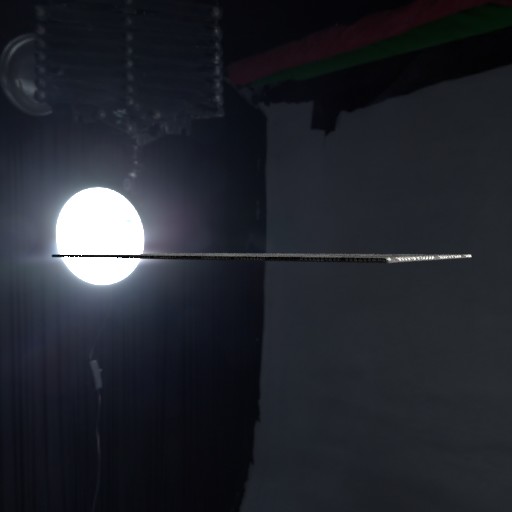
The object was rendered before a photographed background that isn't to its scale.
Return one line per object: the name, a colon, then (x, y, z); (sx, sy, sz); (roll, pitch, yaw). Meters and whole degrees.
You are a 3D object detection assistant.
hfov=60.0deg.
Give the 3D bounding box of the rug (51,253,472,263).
rug: (0.000, 0.000, 2.304); (1.833, 0.016, 1.210); (1, 1, 36)
